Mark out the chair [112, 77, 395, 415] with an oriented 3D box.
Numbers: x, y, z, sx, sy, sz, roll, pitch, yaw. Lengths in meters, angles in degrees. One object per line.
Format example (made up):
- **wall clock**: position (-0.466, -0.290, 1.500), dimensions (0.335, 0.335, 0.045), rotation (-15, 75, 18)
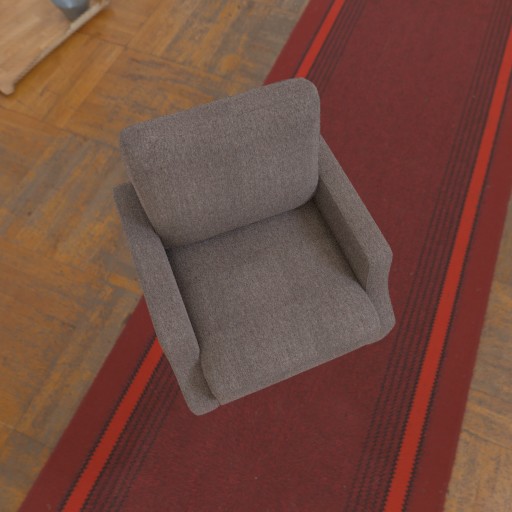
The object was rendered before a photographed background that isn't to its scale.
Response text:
- **chair**: position (0.000, 0.000, 1.687), dimensions (0.855, 0.993, 0.897), rotation (-20, 65, -10)
